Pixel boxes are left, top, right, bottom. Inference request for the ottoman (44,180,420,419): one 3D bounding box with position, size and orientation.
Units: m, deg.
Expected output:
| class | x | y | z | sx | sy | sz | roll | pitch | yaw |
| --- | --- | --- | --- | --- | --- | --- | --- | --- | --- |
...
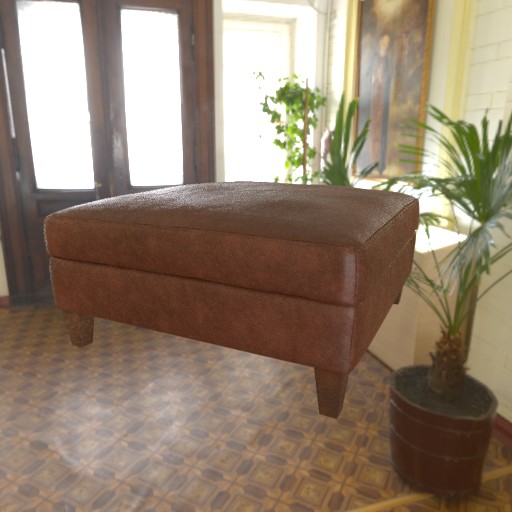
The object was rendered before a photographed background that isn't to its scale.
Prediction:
| class | x | y | z | sx | sy | sz | roll | pitch | yaw |
| --- | --- | --- | --- | --- | --- | --- | --- | --- | --- |
| ottoman | 0.000 | 0.000 | 1.331 | 0.836 | 0.415 | 0.844 | 7 | 16 | 26 |
